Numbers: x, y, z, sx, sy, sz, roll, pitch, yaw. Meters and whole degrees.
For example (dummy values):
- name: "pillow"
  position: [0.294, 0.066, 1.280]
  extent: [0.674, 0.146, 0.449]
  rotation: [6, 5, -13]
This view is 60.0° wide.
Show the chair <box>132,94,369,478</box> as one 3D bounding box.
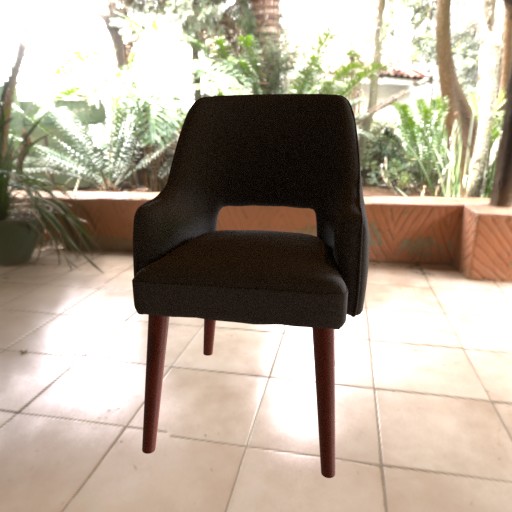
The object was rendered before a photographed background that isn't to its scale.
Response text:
- name: "chair"
  position: [0.000, 0.000, 1.161]
  extent: [0.559, 0.838, 0.560]
  rotation: [3, 16, 10]
